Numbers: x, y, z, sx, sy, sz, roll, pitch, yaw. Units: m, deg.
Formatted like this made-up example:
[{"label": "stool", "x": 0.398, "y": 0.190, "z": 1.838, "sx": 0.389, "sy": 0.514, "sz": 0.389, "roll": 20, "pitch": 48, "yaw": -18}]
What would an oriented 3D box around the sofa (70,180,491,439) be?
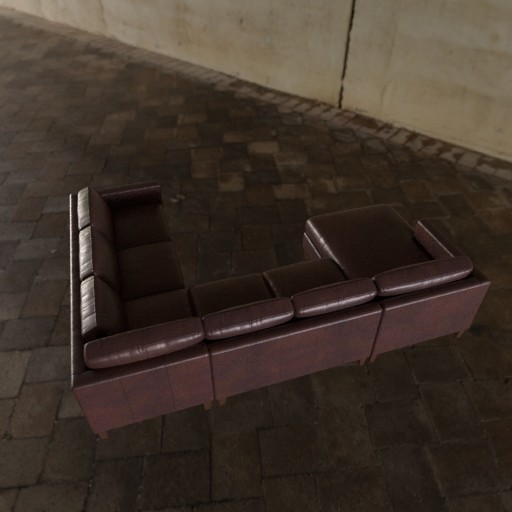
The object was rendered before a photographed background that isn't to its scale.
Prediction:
[{"label": "sofa", "x": 0.000, "y": 0.000, "z": 4.346, "sx": 3.324, "sy": 0.891, "sz": 2.452, "roll": -12, "pitch": 42, "yaw": -13}]
